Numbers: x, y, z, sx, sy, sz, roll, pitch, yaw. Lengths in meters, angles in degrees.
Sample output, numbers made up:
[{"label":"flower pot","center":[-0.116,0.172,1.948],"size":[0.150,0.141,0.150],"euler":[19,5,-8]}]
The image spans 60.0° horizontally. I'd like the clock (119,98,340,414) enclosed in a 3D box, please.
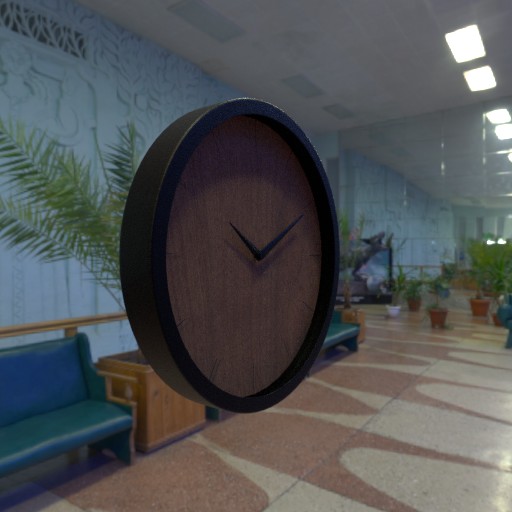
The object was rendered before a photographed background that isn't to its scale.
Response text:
[{"label":"clock","center":[0.000,0.000,0.468],"size":[0.040,0.314,0.314],"euler":[0,1,37]}]
